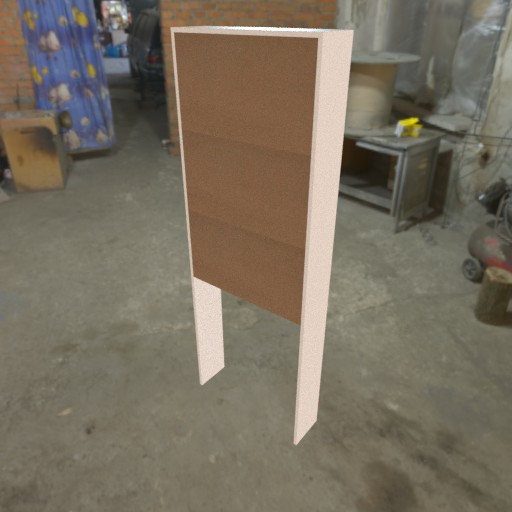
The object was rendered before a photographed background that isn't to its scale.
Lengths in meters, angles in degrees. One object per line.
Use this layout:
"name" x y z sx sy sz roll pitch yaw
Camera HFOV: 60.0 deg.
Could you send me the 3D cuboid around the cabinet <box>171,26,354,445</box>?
"cabinet" 0.000 0.000 1.937 0.643 1.770 0.192 21 35 33
